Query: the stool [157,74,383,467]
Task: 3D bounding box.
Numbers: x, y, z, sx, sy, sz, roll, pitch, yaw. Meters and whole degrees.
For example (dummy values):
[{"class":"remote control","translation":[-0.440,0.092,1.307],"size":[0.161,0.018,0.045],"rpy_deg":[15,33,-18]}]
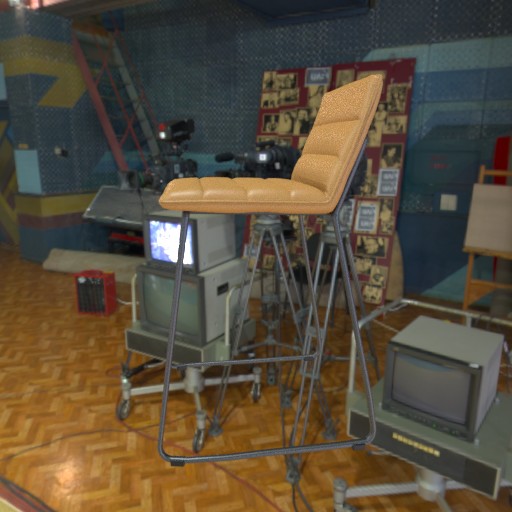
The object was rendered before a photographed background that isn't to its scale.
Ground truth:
[{"class":"stool","translation":[0.000,0.000,1.172],"size":[0.524,0.866,0.489],"rpy_deg":[-2,14,-8]}]
